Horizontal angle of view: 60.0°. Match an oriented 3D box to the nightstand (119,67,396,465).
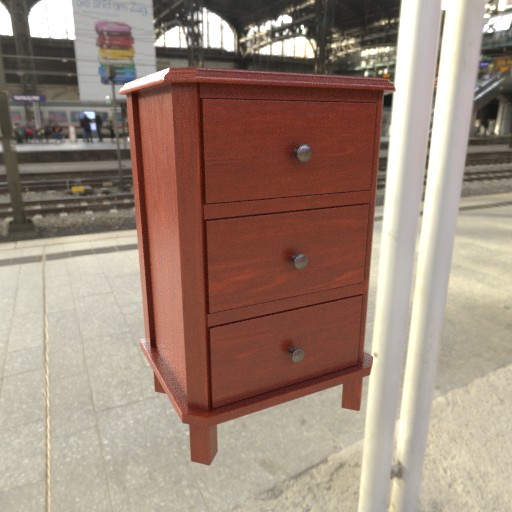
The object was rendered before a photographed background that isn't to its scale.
[{"bbox_3d":[0.000,0.000,0.925,0.435,0.681,0.351,-8,19,-26],"label":"nightstand"}]
